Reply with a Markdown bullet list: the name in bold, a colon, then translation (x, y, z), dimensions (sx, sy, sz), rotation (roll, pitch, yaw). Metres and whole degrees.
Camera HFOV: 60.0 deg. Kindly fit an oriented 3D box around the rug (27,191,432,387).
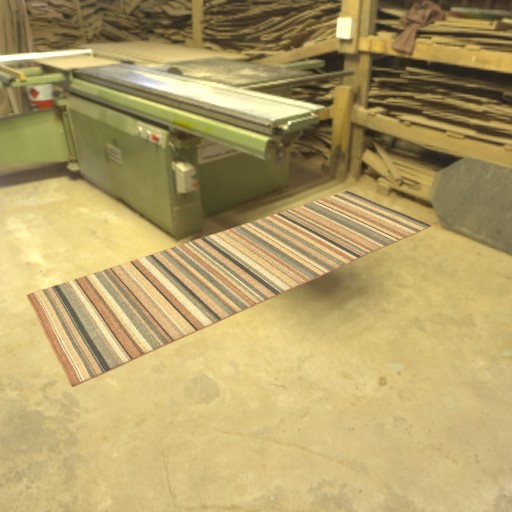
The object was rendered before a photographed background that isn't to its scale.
- **rug**: translation (0.000, 0.000, 2.695), dimensions (2.444, 0.010, 0.799), rotation (-21, 36, -31)
